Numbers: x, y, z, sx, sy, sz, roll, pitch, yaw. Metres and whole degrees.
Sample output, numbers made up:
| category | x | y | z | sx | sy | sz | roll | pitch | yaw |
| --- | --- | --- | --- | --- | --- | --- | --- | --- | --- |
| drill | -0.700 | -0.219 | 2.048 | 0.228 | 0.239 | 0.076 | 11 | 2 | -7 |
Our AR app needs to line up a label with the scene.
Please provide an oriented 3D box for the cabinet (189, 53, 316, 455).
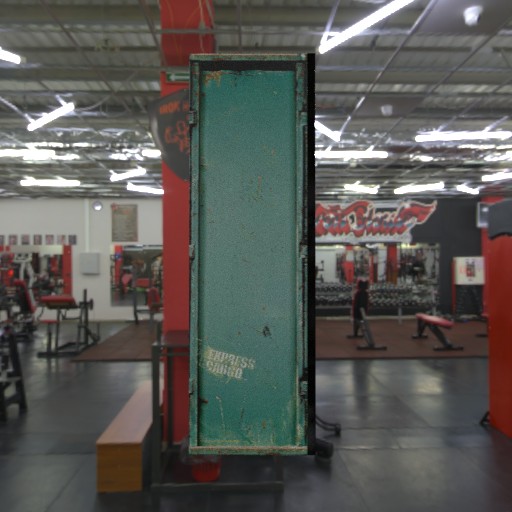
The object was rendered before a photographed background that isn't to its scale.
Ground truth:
| category | x | y | z | sx | sy | sz | roll | pitch | yaw |
| --- | --- | --- | --- | --- | --- | --- | --- | --- | --- |
| cabinet | 0.000 | 0.000 | 3.882 | 0.680 | 2.160 | 3.001 | 0 | -1 | 1 |
